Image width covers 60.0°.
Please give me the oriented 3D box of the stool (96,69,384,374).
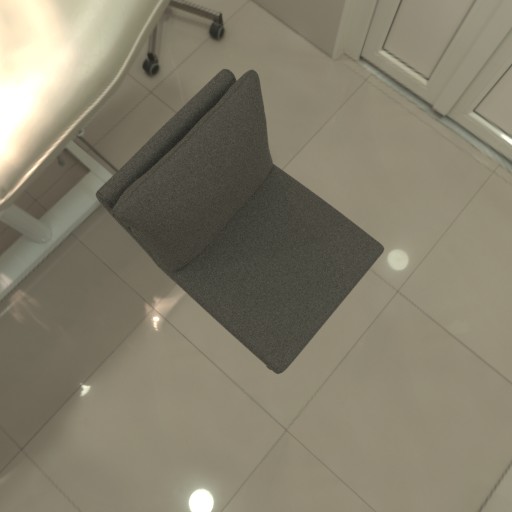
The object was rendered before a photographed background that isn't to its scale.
[{"bbox_3d":[0.000,0.000,1.377,0.569,1.030,0.463,40,79,9],"label":"stool"}]
